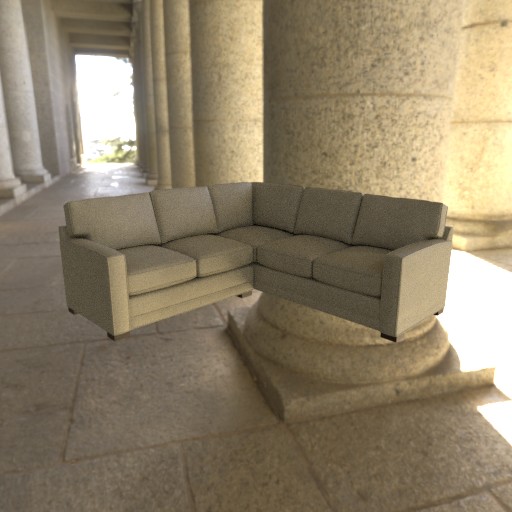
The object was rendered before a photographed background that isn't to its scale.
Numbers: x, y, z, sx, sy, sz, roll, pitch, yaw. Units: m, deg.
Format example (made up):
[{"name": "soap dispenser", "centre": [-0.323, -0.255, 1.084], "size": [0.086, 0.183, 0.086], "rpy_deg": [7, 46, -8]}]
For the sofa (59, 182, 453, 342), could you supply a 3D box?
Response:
[{"name": "sofa", "centre": [0.000, 0.000, 3.492], "size": [2.211, 0.936, 2.188], "rpy_deg": [14, 21, 43]}]
